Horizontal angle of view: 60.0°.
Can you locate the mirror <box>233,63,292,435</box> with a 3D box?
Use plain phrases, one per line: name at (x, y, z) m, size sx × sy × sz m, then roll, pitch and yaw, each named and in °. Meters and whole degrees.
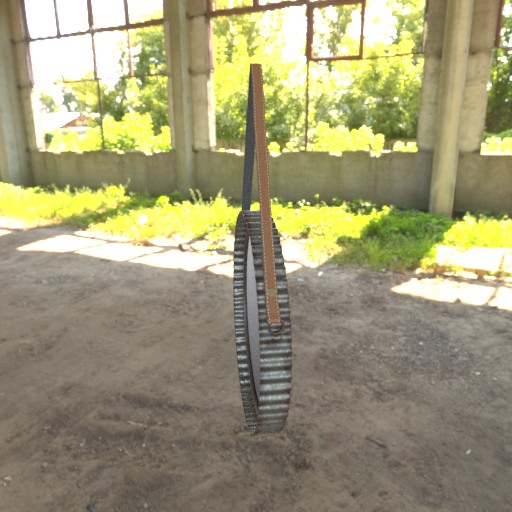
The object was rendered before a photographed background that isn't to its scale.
mirror at (0.000, 0.000, 0.703) m, size 0.042 × 0.568 × 0.355 m, roll -2°, pitch 15°, yaw -8°
